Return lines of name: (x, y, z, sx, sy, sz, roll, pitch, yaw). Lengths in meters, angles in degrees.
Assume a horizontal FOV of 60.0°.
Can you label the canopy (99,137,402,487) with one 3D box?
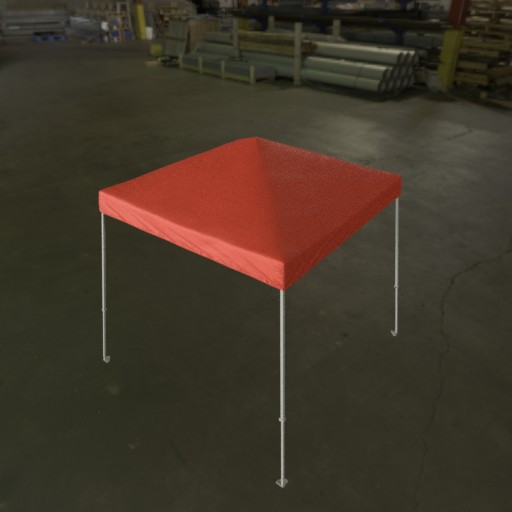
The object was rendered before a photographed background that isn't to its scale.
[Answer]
canopy: (0.000, 0.000, 5.275, 2.849, 2.850, 2.850, 22, 37, 31)
